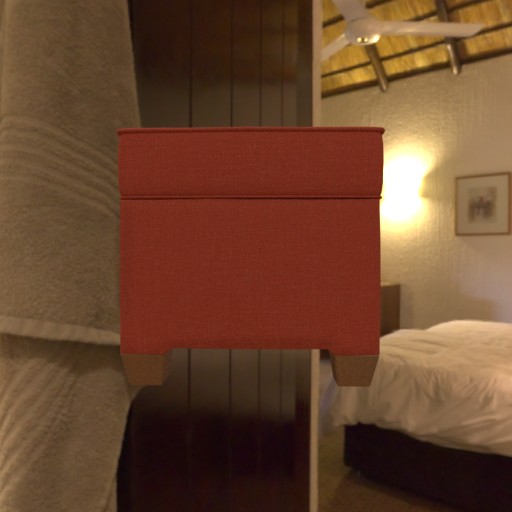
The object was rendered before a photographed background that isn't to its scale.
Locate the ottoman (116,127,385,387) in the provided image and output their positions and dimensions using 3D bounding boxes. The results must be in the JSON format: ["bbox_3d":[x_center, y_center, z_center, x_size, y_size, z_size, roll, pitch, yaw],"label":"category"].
[{"bbox_3d":[0.000,0.000,1.223,0.497,0.454,0.948,0,0,1],"label":"ottoman"}]
